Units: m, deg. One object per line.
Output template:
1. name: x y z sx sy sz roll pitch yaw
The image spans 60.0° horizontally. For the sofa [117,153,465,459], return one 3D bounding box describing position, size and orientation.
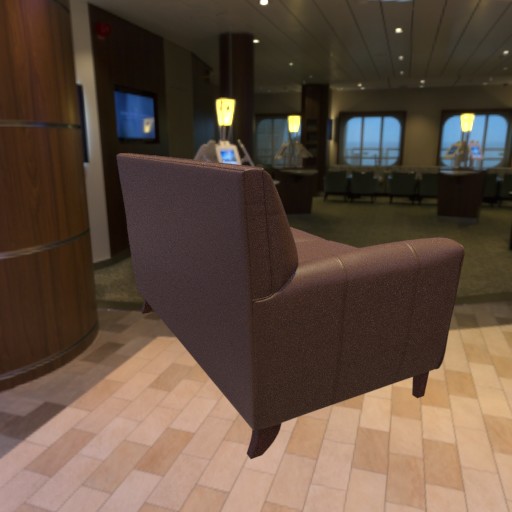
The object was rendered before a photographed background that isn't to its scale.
1. sofa: 0.000 0.000 1.944 0.853 0.859 1.468 -8 16 -27
